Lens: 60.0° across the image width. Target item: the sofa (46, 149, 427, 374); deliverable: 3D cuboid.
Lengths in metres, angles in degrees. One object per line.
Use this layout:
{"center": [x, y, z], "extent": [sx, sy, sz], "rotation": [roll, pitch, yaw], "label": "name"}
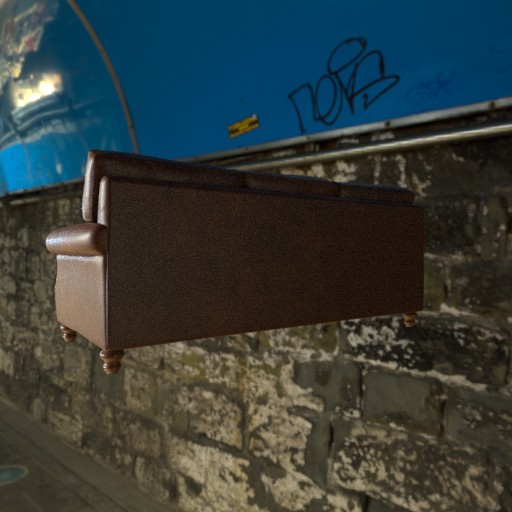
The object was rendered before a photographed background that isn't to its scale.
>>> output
{"center": [0.000, 0.000, 2.809], "extent": [2.351, 0.977, 0.973], "rotation": [-1, 1, -35], "label": "sofa"}
